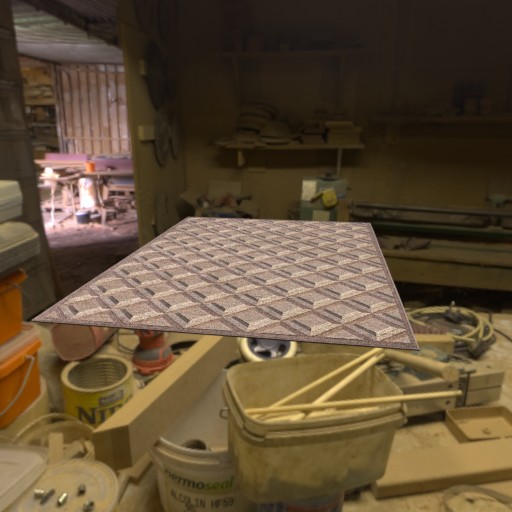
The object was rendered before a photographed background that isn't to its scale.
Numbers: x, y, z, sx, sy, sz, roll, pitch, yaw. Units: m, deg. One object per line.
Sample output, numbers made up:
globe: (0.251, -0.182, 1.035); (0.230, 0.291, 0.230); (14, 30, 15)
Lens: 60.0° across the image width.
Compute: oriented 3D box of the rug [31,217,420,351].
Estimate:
rug: (0.000, 0.000, 4.196); (2.382, 0.018, 3.294); (3, 17, 9)
